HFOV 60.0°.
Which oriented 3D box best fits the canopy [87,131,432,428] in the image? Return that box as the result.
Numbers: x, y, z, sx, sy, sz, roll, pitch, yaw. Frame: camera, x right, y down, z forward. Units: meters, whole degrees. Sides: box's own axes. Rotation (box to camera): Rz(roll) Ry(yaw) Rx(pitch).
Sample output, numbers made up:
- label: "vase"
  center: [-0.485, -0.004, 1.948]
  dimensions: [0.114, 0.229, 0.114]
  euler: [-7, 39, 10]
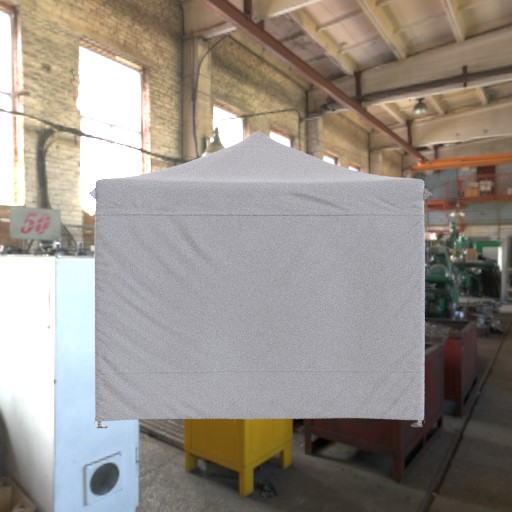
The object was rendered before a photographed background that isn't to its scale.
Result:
- label: "canopy"
  center: [0.000, 0.000, 5.410]
  dimensions: [3.043, 2.997, 3.121]
  euler: [0, 1, -1]
